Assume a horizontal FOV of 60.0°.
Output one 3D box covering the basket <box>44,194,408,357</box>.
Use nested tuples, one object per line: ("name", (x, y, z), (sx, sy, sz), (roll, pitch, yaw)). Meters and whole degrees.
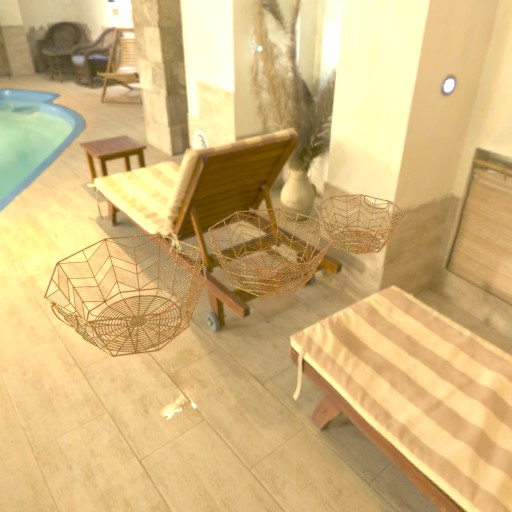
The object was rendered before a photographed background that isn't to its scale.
("basket", (0.000, 0.000, 1.425), (1.245, 0.178, 0.432), (-19, 36, -28))
